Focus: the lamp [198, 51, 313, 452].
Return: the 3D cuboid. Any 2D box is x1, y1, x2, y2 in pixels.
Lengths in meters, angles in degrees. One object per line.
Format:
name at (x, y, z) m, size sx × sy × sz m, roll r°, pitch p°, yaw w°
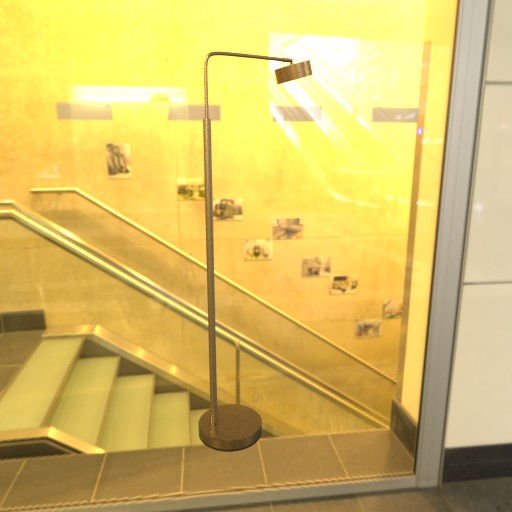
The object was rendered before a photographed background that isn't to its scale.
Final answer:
lamp at (0.000, 0.000, 1.444) m, size 0.418 × 1.230 × 0.219 m, roll -7°, pitch 15°, yaw -26°
